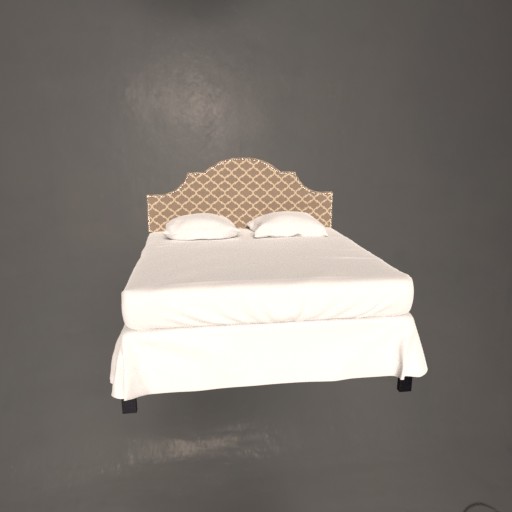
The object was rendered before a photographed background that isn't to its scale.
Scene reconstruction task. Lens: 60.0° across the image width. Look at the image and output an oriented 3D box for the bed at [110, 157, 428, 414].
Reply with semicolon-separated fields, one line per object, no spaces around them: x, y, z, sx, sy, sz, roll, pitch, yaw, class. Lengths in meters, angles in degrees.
0.000;0.000;3.857;2.314;1.601;2.222;-2;15;-8;bed
